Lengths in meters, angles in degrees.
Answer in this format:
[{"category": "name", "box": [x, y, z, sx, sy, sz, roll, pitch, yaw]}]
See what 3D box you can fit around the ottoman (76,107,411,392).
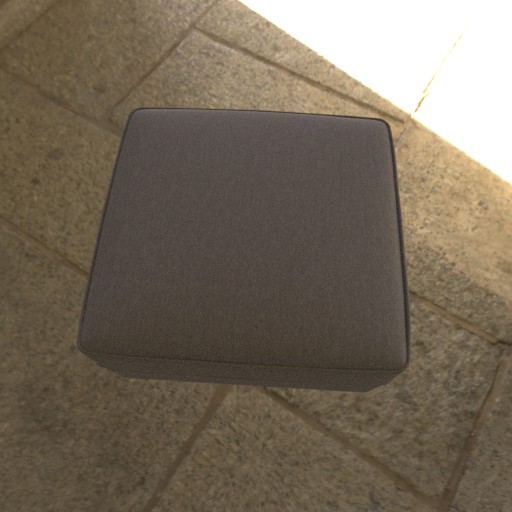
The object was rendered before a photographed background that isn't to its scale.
[{"category": "ottoman", "box": [0.000, 0.000, 1.437, 0.871, 0.612, 0.808, 3, 66, 1]}]
